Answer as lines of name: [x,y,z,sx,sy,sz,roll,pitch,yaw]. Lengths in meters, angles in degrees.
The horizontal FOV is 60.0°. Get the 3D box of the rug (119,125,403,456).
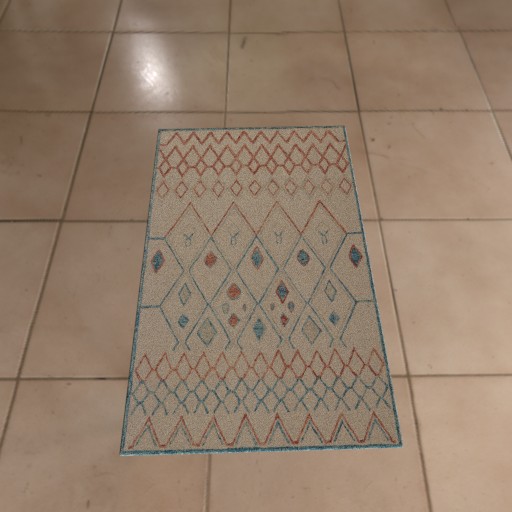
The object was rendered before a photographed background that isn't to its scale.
rug: [0.000,0.000,2.995,1.524,0.015,2.438,-1,59,-1]
